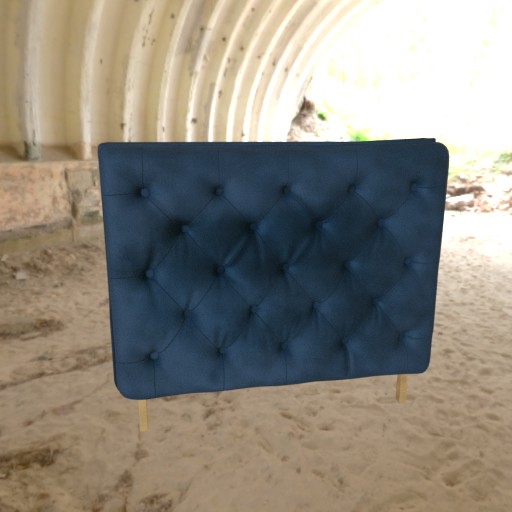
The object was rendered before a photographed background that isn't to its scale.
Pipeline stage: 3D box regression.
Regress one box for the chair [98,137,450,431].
[{"bbox_3d":[0.000,0.000,1.517,0.877,0.771,0.868,-2,13,-10],"label":"chair"}]
